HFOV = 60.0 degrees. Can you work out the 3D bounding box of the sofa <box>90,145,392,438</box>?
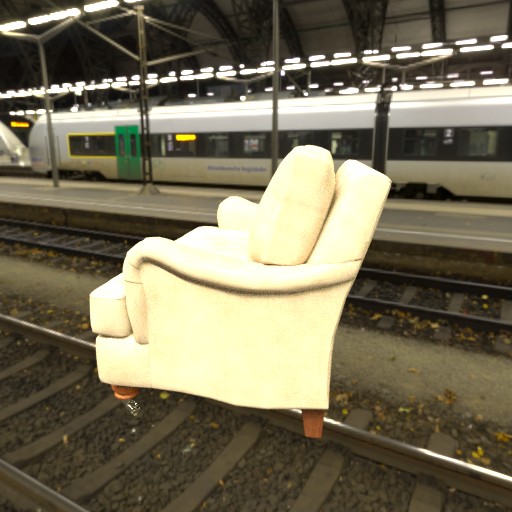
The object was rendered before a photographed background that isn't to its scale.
[{"bbox_3d":[0.000,0.000,2.242,1.086,1.087,1.498,2,14,9],"label":"sofa"}]
